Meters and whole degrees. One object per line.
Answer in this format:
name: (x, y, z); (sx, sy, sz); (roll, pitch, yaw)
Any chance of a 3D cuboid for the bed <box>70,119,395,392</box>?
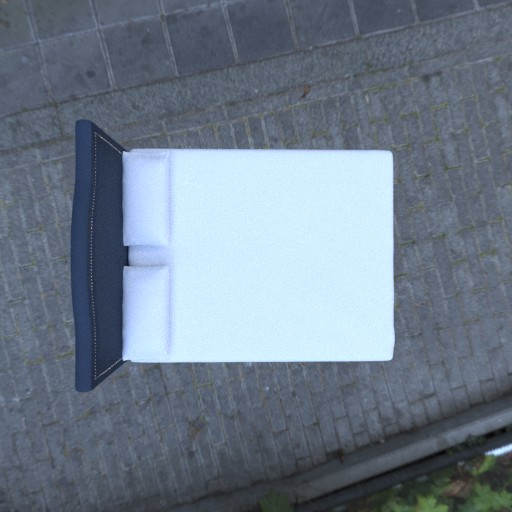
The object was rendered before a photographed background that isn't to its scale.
bed: (0.000, 0.000, 3.409); (2.282, 1.436, 1.821); (0, 90, -1)
